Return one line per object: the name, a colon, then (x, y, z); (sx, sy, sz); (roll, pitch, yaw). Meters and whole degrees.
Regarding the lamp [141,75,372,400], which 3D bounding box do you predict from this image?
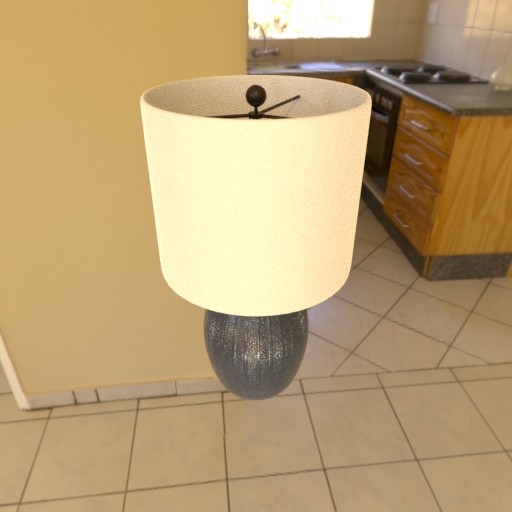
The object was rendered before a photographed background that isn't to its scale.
lamp: (0.000, 0.000, 0.781); (0.329, 0.570, 0.329); (-8, 32, -14)
